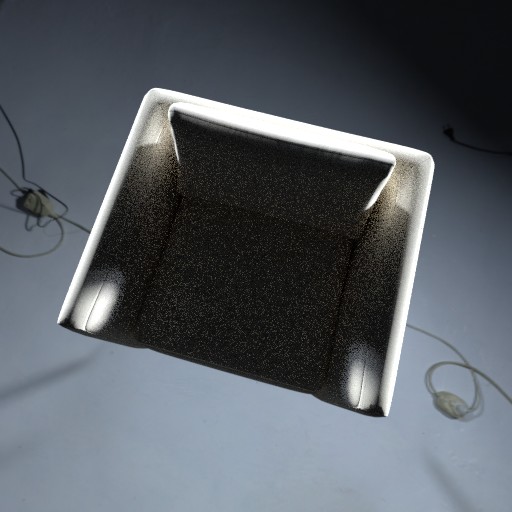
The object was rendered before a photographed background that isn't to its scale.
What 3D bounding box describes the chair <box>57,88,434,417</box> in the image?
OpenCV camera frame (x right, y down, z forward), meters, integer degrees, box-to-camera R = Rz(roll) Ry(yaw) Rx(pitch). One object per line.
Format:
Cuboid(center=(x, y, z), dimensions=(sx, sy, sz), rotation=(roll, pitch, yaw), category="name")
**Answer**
Cuboid(center=(0.000, 0.000, 1.665), dimensions=(1.041, 0.865, 0.889), rotation=(15, 75, 4), category="chair")
